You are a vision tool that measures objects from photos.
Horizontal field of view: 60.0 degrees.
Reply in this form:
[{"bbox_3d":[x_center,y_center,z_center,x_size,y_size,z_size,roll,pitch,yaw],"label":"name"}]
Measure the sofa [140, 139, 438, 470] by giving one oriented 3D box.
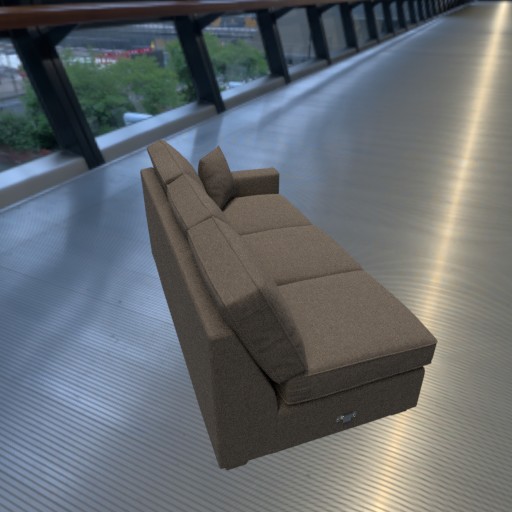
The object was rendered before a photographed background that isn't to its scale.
[{"bbox_3d":[0.000,0.000,2.563,1.034,0.946,1.963,-10,31,-17],"label":"sofa"}]
